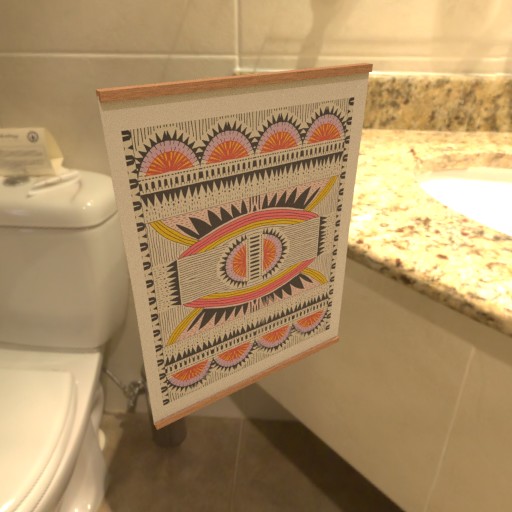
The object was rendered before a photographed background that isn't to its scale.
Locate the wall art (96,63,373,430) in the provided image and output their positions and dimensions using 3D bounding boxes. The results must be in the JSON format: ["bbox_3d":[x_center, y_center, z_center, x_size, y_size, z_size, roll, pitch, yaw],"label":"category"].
[{"bbox_3d":[0.000,0.000,1.328,0.765,1.016,0.028,-18,35,-28],"label":"wall art"}]
